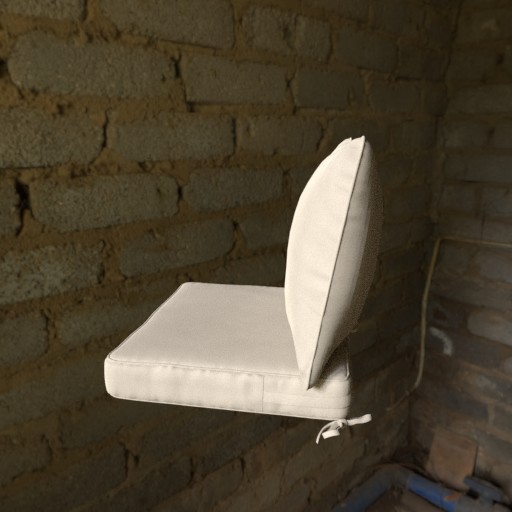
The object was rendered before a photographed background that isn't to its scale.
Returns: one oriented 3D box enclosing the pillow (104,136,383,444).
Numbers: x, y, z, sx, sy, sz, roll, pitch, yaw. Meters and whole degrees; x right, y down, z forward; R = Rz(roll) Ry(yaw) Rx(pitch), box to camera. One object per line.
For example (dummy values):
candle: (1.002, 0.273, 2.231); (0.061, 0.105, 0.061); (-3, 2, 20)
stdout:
pillow: (0.000, 0.000, 1.376); (0.733, 0.716, 0.798); (2, 15, 9)
